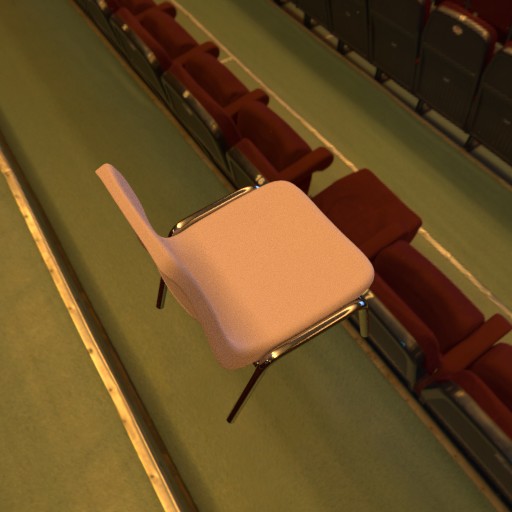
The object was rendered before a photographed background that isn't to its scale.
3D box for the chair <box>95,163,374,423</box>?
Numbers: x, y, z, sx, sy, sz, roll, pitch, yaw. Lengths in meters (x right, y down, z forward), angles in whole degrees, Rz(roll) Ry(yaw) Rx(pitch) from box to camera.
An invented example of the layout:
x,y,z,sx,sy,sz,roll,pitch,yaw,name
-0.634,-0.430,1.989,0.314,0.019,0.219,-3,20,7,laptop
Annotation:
x,y,z,sx,sy,sz,roll,pitch,yaw,name
0.000,0.000,0.800,0.385,0.537,0.354,-30,61,-18,chair
